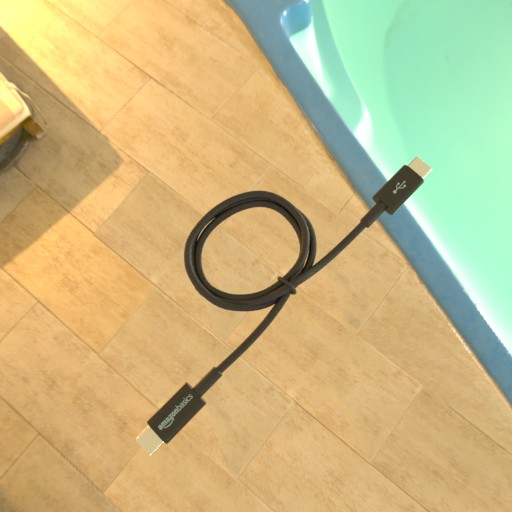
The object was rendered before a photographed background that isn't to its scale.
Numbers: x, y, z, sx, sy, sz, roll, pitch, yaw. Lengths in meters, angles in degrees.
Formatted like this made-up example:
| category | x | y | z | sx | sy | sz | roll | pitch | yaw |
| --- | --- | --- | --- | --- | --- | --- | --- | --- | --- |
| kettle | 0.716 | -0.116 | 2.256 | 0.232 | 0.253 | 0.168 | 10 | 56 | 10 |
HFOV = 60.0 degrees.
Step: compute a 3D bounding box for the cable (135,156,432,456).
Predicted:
| category | x | y | z | sx | sy | sz | roll | pitch | yaw |
| --- | --- | --- | --- | --- | --- | --- | --- | --- | --- |
| cable | 0.000 | 0.000 | 0.225 | 0.070 | 0.014 | 0.203 | 44 | 80 | 10 |
